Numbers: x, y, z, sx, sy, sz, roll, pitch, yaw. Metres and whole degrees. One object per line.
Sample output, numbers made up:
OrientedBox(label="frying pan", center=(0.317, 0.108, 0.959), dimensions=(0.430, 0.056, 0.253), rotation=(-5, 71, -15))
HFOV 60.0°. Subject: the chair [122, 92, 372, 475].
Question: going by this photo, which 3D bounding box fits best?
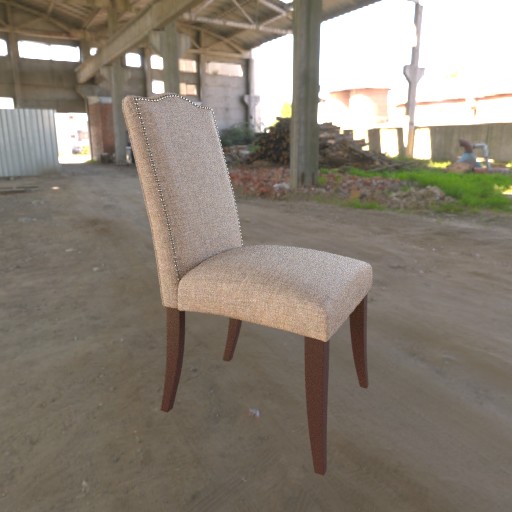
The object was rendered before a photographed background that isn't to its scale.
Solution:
OrientedBox(label="chair", center=(0.000, 0.000, 1.416), dimensions=(0.660, 1.016, 0.513), rotation=(7, 15, 26))
